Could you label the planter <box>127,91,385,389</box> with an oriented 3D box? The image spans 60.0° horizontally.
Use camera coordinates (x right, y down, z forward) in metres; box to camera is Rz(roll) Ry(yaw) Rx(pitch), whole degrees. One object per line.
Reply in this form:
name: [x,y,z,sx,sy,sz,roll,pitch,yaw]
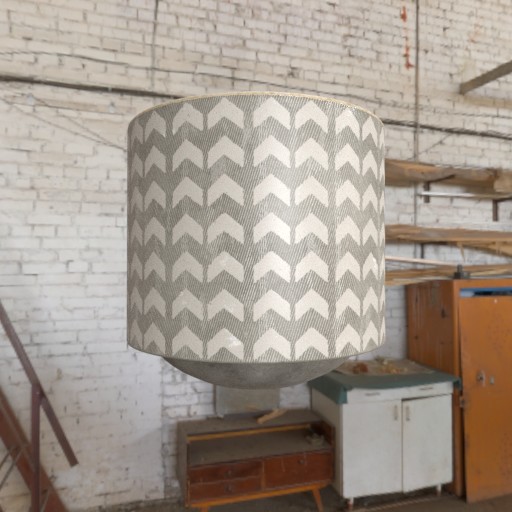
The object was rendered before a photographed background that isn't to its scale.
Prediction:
planter: [0.000,0.000,0.340,0.190,0.181,0.190,0,-1,0]
